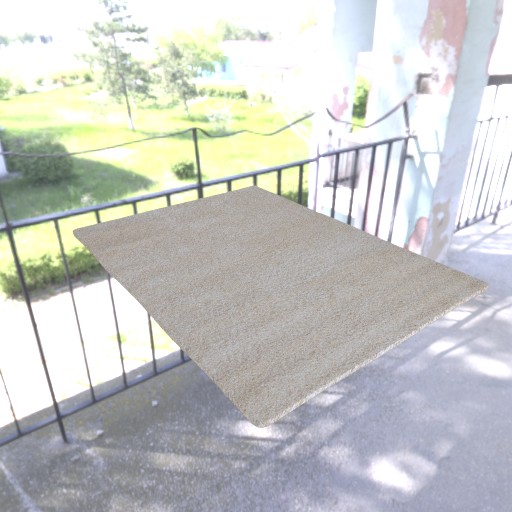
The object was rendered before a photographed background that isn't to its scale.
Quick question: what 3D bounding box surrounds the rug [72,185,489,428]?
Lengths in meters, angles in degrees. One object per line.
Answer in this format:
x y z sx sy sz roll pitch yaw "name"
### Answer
0.000 0.000 2.062 1.199 0.025 1.600 -19 33 -33 "rug"
